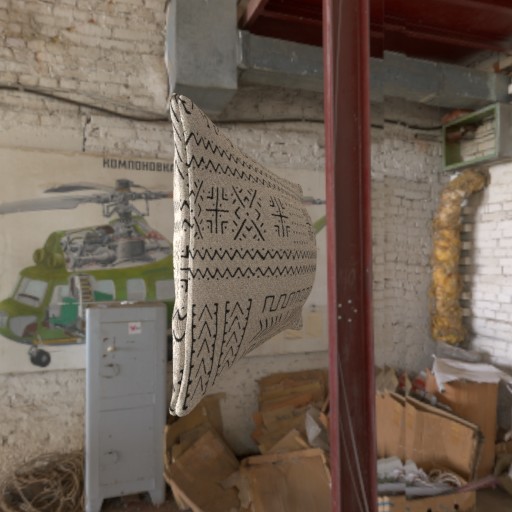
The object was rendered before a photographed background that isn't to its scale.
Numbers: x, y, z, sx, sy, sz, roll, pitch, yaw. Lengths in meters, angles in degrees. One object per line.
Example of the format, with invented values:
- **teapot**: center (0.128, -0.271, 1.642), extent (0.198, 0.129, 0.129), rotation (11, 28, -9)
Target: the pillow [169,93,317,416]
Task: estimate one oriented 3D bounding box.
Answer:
- **pillow**: center (0.000, 0.000, 0.773), extent (0.188, 0.352, 0.637), rotation (0, 0, 17)
